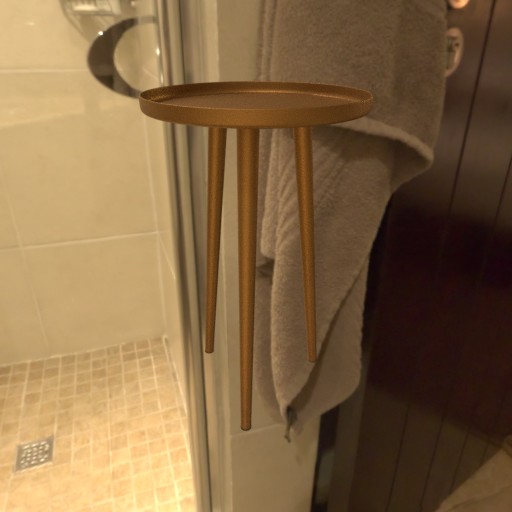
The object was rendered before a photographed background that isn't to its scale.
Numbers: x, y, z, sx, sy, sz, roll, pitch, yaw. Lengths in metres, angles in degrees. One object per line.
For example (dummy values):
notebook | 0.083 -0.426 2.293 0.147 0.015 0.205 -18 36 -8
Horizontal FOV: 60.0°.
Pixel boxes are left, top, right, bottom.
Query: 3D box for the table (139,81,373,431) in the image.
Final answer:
table | 0.000 0.000 0.687 0.299 0.480 0.299 17 31 31
